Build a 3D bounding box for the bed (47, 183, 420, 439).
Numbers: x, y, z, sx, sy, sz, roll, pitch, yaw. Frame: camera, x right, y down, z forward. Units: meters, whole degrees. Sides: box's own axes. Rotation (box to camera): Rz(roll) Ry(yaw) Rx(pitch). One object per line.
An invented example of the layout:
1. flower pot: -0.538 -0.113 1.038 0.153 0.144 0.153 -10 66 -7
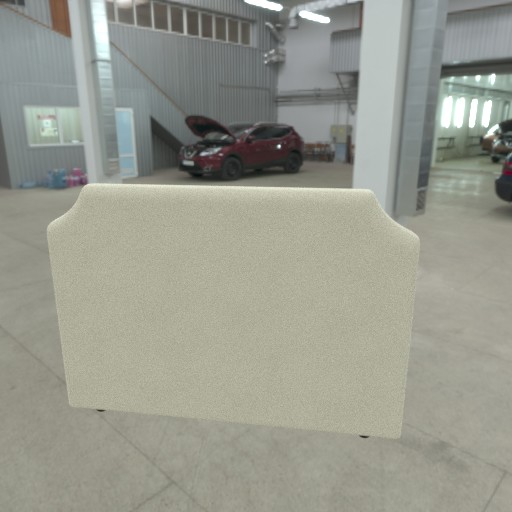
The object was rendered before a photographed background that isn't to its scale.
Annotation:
1. bed: 0.000 0.000 3.241 1.827 1.296 2.209 3 17 8
